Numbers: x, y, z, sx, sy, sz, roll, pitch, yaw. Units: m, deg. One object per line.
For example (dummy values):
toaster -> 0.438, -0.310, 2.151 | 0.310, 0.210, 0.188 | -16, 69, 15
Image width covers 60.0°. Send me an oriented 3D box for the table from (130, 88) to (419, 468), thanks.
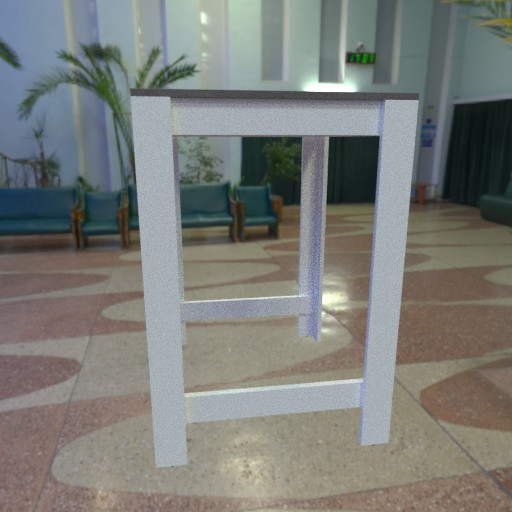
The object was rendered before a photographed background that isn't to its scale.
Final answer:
table -> 0.000, 0.000, 1.565 | 0.700, 1.020, 0.800 | -2, 15, -9
